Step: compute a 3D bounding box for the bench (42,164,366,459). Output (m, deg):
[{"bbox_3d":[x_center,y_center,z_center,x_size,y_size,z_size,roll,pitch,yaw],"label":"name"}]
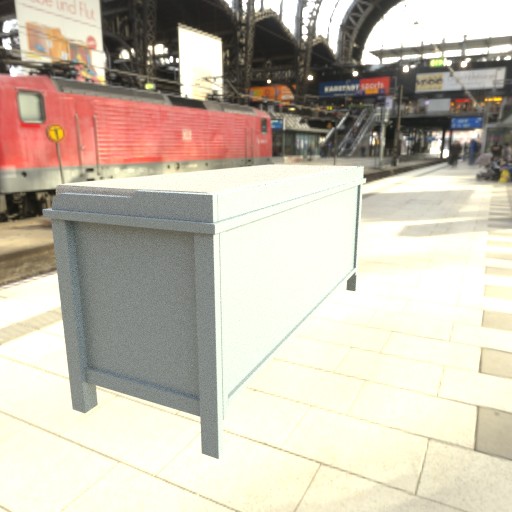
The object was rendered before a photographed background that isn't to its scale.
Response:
[{"bbox_3d":[0.000,0.000,1.347,0.398,0.501,1.140,7,15,25],"label":"bench"}]
